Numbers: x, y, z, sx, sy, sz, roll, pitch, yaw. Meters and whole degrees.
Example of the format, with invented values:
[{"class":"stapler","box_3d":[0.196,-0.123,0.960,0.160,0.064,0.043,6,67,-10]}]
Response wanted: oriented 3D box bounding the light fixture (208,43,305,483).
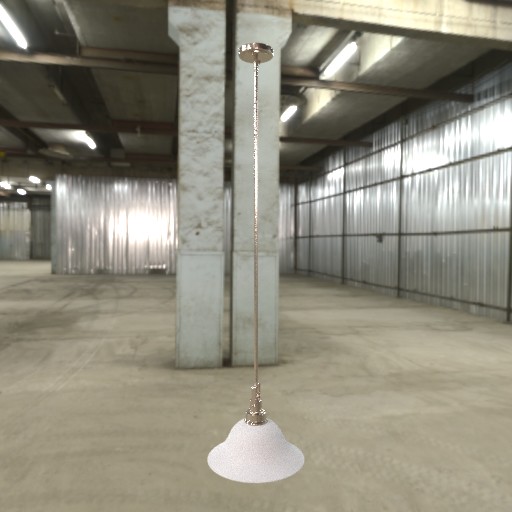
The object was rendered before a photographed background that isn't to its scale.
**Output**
[{"class":"light fixture","box_3d":[0.000,0.000,1.473,0.324,1.354,0.324,0,1,17]}]
